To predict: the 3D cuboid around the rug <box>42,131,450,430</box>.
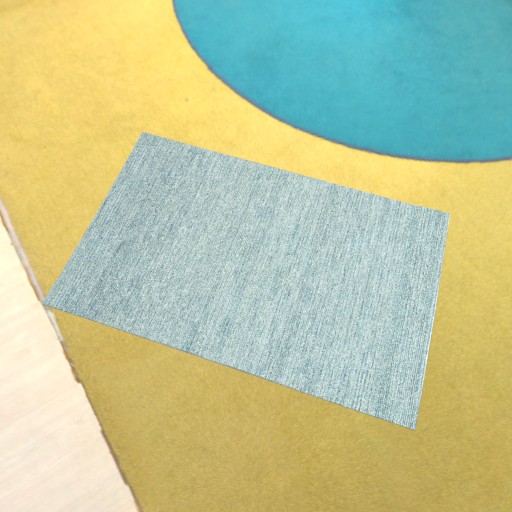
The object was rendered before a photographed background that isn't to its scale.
[{"bbox_3d":[0.000,0.000,2.299,1.853,0.022,1.174,17,64,8],"label":"rug"}]
